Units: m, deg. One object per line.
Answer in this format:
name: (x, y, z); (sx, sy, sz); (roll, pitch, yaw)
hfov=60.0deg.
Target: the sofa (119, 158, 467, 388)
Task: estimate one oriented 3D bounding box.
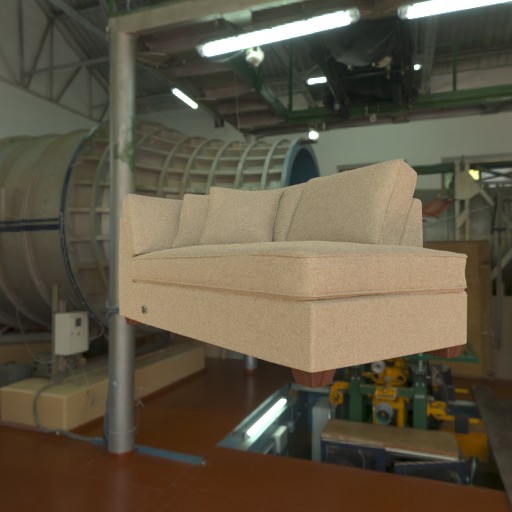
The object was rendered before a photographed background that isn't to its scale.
sofa: (0.000, 0.000, 2.829); (1.110, 1.033, 2.237); (1, -1, -35)
